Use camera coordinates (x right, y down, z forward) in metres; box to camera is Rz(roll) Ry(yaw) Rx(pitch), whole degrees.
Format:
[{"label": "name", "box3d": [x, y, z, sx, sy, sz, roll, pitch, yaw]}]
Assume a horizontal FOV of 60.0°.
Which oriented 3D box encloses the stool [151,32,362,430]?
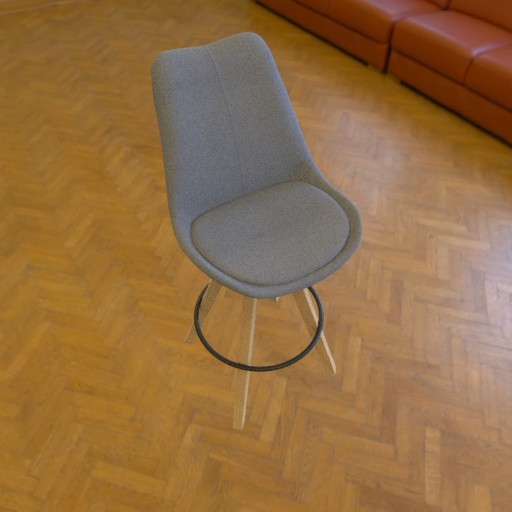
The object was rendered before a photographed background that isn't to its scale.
[{"label": "stool", "box3d": [0.000, 0.000, 1.373, 0.485, 1.115, 0.550, -24, 51, -21]}]
